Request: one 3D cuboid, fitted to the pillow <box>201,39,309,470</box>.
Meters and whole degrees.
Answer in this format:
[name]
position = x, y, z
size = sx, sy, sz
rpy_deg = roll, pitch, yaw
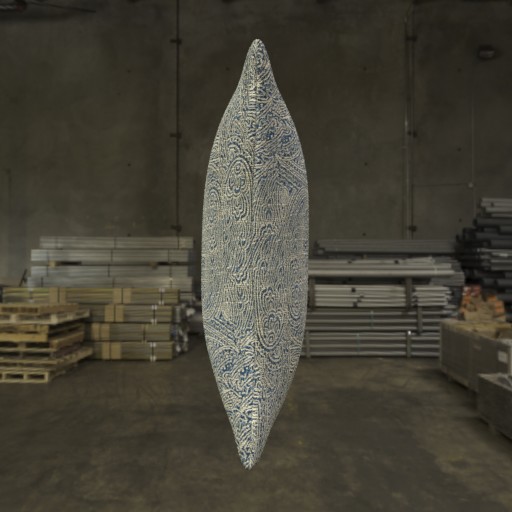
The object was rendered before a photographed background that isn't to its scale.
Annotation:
[pillow]
position = 0.000, 0.000, 0.781
size = 0.166, 0.510, 0.523
rpy_deg = 0, 0, 1
